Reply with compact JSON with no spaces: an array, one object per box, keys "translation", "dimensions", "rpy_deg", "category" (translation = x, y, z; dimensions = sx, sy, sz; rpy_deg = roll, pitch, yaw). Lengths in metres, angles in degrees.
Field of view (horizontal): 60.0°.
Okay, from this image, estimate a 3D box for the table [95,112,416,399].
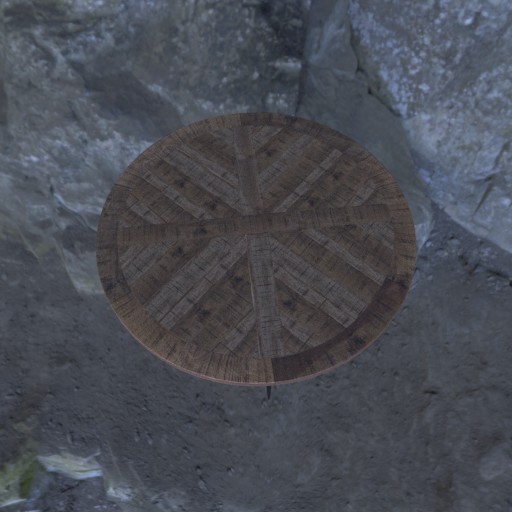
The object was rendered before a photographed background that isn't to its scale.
[{"translation":[0.000,0.000,1.994],"dimensions":[1.264,0.516,1.264],"rpy_deg":[0,60,0],"category":"table"}]
